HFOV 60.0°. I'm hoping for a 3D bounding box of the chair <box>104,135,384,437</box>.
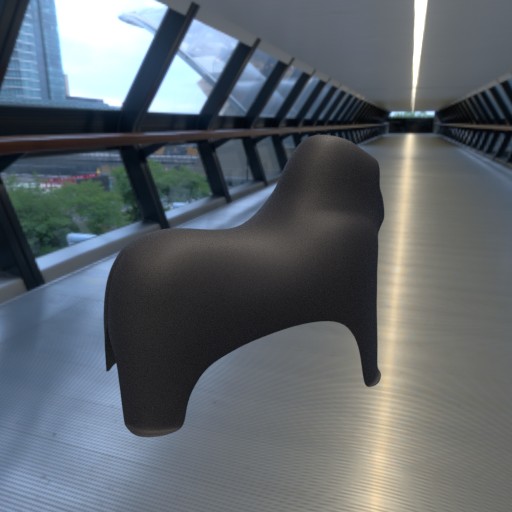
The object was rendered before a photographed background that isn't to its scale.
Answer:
[{"bbox_3d":[0.000,0.000,1.137,0.758,0.600,0.490,-8,17,-26],"label":"chair"}]
